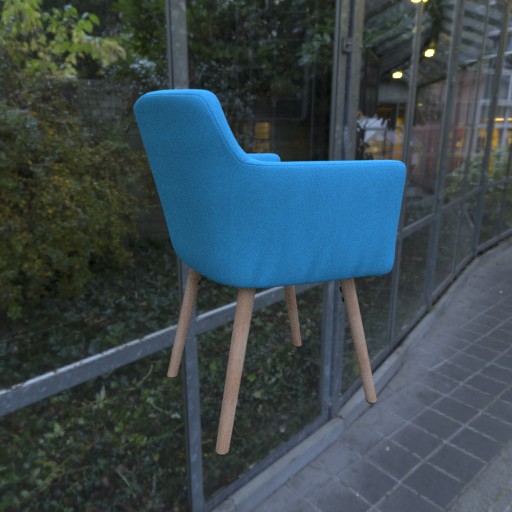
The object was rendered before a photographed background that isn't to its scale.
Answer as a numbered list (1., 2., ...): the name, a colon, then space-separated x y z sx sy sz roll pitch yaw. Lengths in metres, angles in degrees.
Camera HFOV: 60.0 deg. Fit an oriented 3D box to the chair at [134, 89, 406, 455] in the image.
1. chair: 0.000 0.000 1.150 0.540 0.780 0.570 -7 16 -26
